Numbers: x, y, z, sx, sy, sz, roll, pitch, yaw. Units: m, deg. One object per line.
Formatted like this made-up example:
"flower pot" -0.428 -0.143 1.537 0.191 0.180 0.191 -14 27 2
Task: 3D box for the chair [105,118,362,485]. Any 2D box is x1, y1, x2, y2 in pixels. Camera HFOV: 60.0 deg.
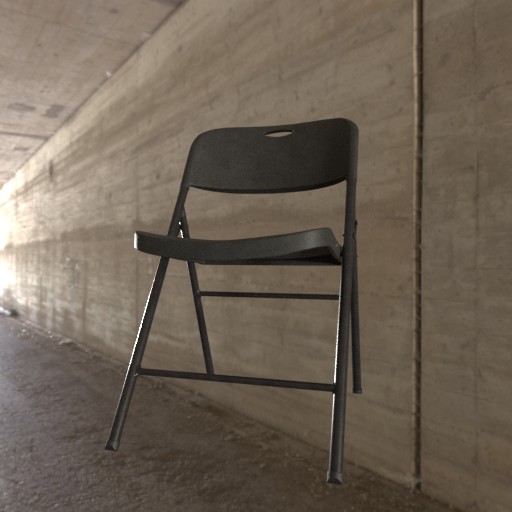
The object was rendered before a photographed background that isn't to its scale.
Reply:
"chair" 0.000 0.000 1.118 0.494 0.810 0.566 0 0 17
